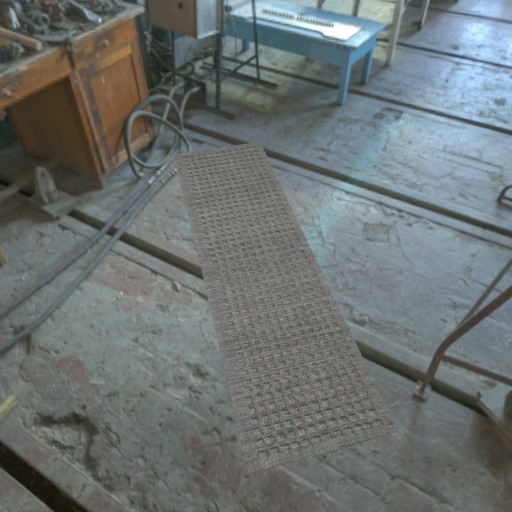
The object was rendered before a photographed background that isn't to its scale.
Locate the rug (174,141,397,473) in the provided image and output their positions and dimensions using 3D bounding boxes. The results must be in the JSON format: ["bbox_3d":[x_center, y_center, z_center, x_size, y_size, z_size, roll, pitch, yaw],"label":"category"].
[{"bbox_3d":[0.000,0.000,2.753,0.706,0.009,2.443,-11,48,-10],"label":"rug"}]
